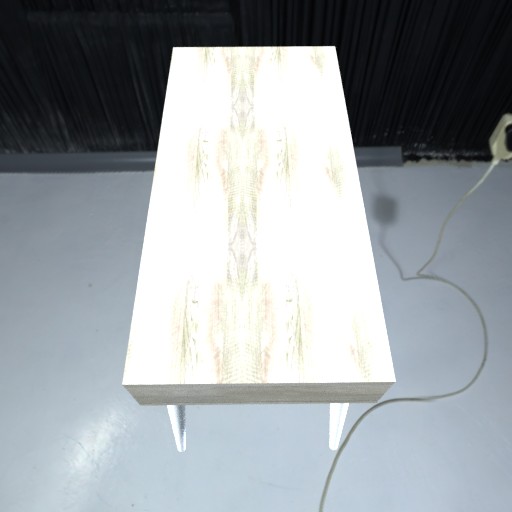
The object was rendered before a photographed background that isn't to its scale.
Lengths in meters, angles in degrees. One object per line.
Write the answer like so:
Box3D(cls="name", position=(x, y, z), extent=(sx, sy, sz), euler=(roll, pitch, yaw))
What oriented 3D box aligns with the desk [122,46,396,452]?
Box3D(cls="desk", position=(0.000, 0.000, 1.328), extent=(0.491, 0.723, 0.979), euler=(-1, 57, 0))
